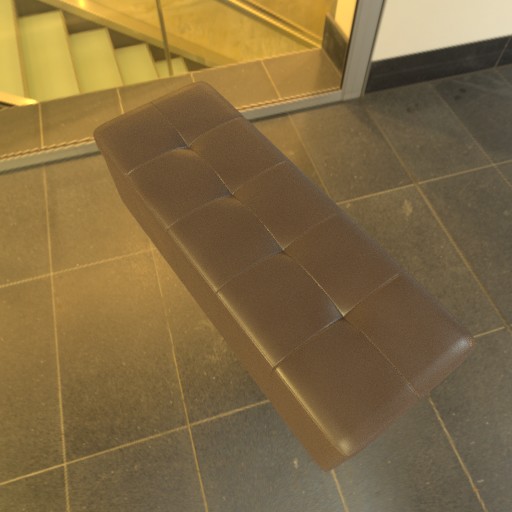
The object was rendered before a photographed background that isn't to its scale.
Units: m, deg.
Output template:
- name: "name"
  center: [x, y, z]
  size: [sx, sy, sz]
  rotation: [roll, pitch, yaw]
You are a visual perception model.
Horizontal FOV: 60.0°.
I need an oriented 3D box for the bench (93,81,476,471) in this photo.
- name: "bench"
  center: [0.000, 0.000, 1.396]
  size: [0.450, 0.417, 1.219]
  rotation: [-32, 64, -18]
